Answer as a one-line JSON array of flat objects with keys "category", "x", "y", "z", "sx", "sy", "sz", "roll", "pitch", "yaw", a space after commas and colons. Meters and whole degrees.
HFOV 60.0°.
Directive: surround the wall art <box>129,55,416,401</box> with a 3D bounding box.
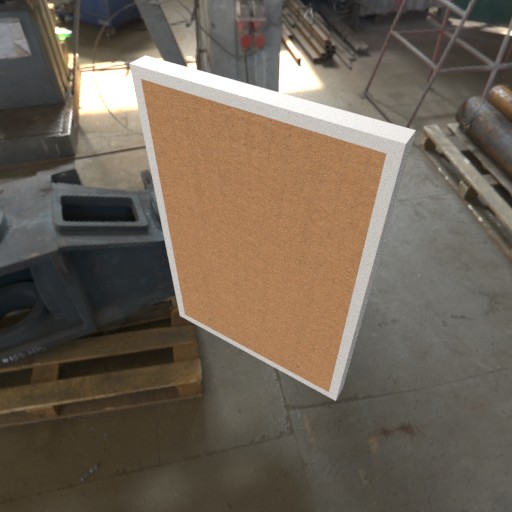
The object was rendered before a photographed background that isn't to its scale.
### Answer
[{"category": "wall art", "x": 0.000, "y": 0.000, "z": 0.561, "sx": 0.293, "sy": 0.428, "sz": 0.025, "roll": 24, "pitch": 50, "yaw": 22}]
